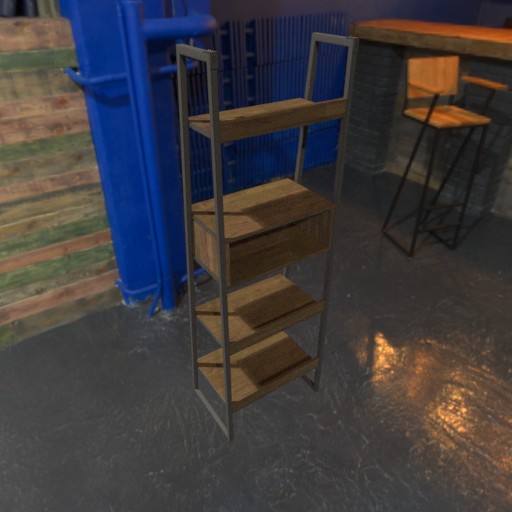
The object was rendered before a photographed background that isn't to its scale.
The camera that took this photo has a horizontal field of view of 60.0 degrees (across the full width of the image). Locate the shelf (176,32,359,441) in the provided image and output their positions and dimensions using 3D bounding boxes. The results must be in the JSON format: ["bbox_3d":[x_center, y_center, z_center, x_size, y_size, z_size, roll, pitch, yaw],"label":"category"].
[{"bbox_3d":[0.000,0.000,2.245,0.652,2.005,0.454,-20,38,-28],"label":"shelf"}]
